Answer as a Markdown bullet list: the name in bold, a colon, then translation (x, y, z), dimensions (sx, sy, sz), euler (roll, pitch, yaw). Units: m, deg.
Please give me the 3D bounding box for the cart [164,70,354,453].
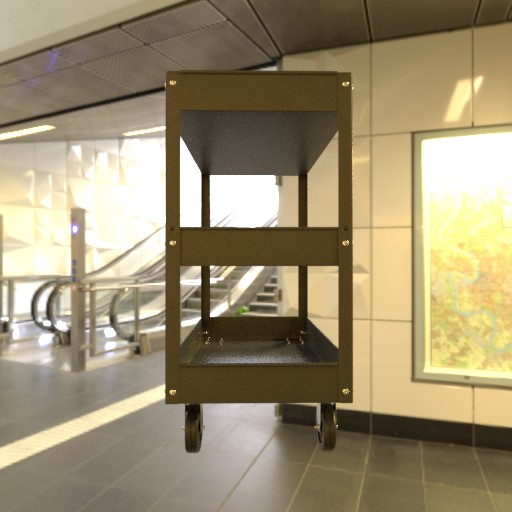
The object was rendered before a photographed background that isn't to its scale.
- **cart**: translation (0.000, 0.000, 1.178), dimensions (0.366, 0.780, 0.719), euler (0, 0, -1)
